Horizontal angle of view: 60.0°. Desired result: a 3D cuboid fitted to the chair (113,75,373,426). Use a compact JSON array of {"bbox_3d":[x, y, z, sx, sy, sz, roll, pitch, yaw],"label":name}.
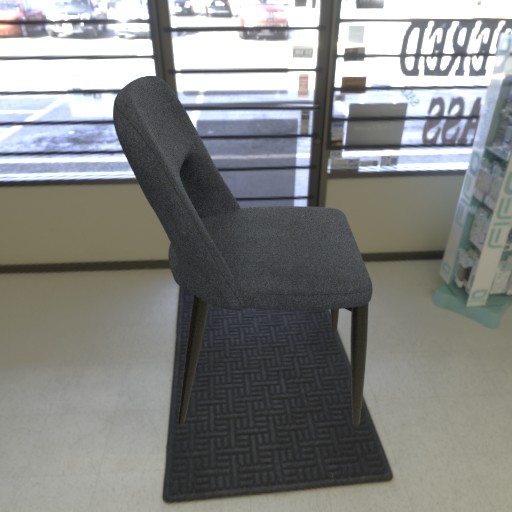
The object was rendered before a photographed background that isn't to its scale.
[{"bbox_3d":[0.000,0.000,1.253,0.612,0.931,0.470,0,31,0],"label":"chair"}]
